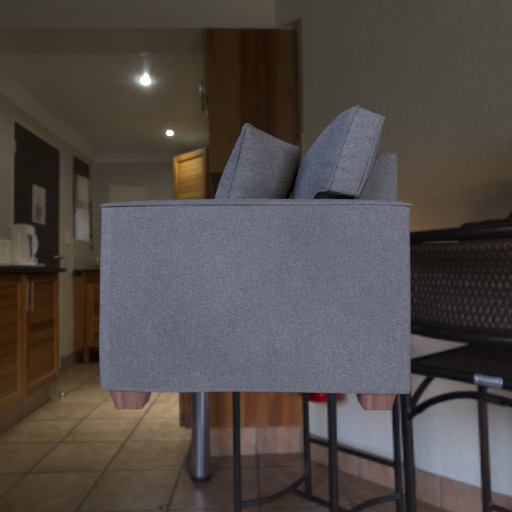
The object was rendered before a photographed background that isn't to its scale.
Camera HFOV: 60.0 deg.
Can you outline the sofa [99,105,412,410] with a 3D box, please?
[{"bbox_3d":[0.000,0.000,2.047,0.991,0.989,1.388,0,-1,1],"label":"sofa"}]
